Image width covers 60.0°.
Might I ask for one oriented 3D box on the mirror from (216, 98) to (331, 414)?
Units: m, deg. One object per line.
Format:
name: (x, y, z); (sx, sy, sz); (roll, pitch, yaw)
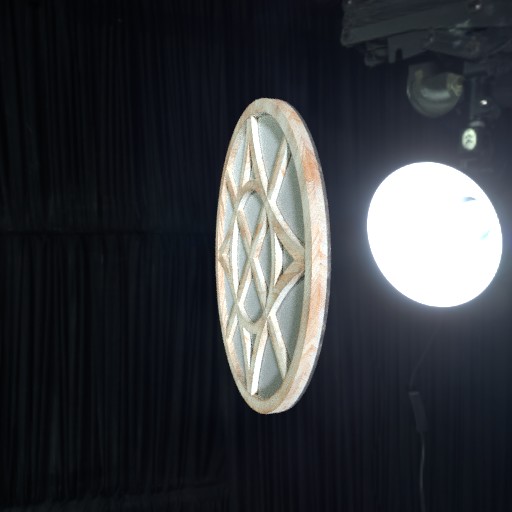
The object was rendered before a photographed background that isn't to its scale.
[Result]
mirror: (0.000, 0.000, 1.060); (0.038, 0.710, 0.710); (0, 1, -18)
